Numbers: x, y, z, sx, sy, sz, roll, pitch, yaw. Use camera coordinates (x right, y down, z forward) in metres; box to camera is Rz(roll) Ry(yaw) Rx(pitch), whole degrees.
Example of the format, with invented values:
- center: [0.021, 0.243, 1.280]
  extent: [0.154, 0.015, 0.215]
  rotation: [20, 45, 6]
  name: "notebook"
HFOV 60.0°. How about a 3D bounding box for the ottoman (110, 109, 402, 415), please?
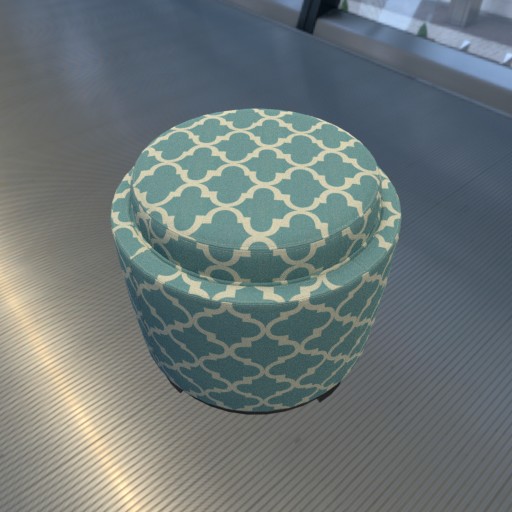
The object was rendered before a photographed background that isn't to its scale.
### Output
- center: [0.000, 0.000, 0.835]
  extent: [0.480, 0.429, 0.480]
  rotation: [0, 45, 0]
  name: "ottoman"
